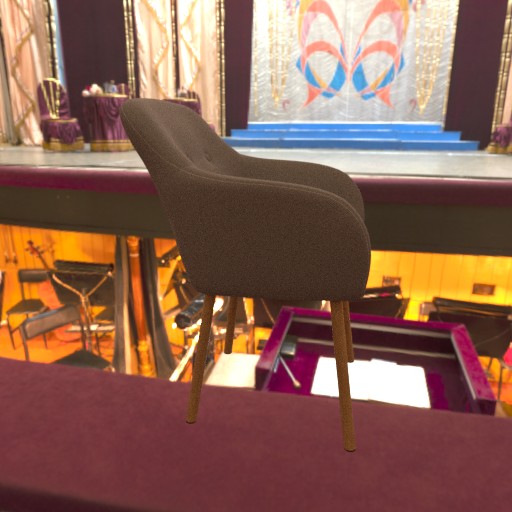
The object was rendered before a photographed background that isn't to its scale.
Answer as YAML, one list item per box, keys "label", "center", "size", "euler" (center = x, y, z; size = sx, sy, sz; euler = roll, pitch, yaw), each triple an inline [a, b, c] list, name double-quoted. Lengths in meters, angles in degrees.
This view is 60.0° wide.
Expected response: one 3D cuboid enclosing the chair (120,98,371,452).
- label: "chair"
  center: [0.000, 0.000, 1.231]
  size: [0.590, 0.830, 0.570]
  euler: [3, 17, 11]
